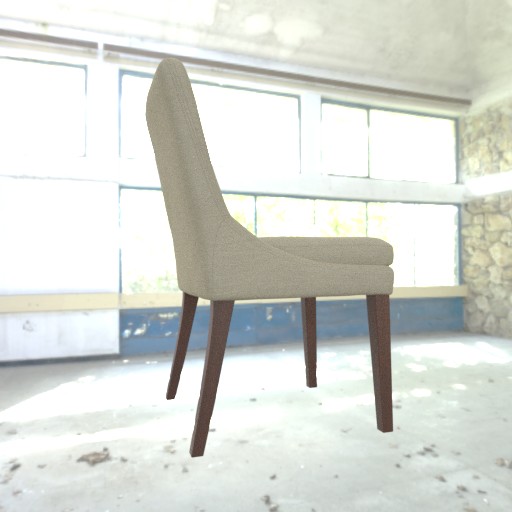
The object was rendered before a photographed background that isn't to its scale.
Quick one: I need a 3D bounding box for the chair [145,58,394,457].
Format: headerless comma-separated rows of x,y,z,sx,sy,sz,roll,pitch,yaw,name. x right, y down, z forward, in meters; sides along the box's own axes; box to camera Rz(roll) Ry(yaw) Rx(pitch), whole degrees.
0.000,0.000,1.318,0.638,0.940,0.515,0,-1,-19,chair
